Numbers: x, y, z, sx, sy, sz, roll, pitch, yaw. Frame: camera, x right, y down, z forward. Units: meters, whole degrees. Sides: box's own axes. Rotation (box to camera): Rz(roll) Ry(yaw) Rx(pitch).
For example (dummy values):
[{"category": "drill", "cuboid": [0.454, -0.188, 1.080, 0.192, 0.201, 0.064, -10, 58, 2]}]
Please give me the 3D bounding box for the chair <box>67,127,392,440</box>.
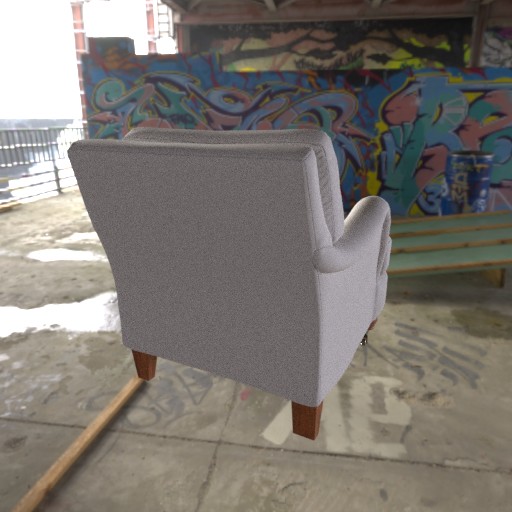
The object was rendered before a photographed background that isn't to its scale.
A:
[{"category": "chair", "cuboid": [0.000, 0.000, 1.854, 0.955, 1.038, 1.070, 9, 20, 28]}]
